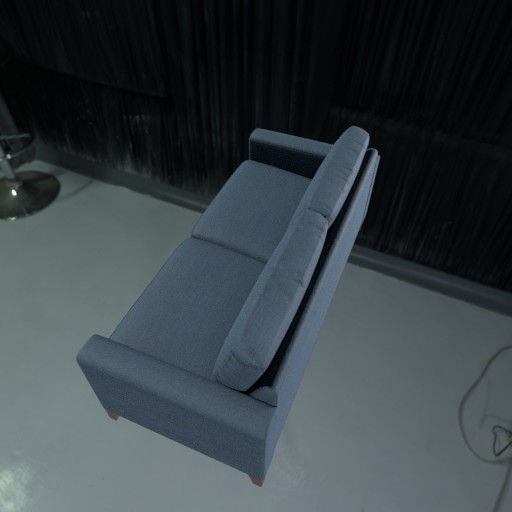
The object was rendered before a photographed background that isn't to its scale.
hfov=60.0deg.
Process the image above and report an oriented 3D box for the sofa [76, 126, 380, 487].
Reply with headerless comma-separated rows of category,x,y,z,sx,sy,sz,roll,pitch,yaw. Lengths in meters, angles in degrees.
sofa,0.000,0.000,2.397,0.877,0.865,1.900,17,49,15
